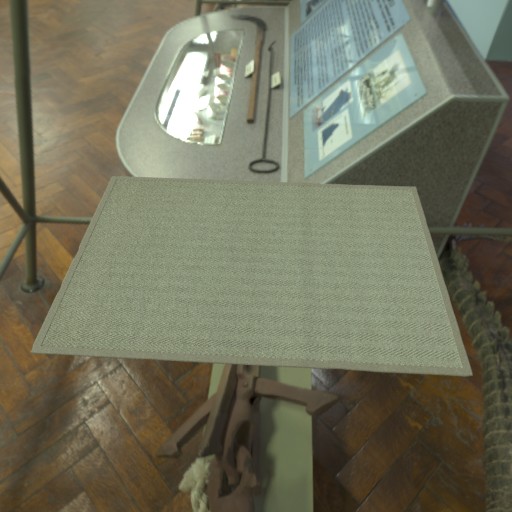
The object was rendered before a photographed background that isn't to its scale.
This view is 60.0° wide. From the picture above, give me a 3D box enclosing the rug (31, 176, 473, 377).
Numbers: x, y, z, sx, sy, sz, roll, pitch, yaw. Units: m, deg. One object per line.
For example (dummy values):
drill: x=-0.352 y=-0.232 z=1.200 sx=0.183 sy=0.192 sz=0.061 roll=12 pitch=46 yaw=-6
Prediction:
rug: x=0.000 y=0.000 z=2.806 sx=2.290 sy=0.021 sz=1.540 roll=2 pitch=47 yaw=2
